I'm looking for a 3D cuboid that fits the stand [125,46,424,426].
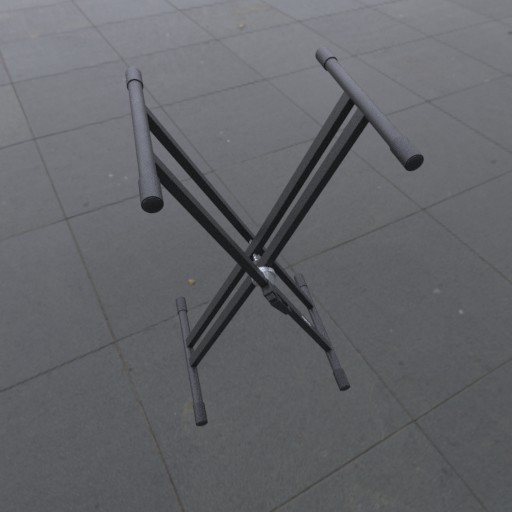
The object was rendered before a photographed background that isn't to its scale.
[{"bbox_3d":[0.000,0.000,1.228,0.503,0.900,0.495,-11,48,-10],"label":"stand"}]
